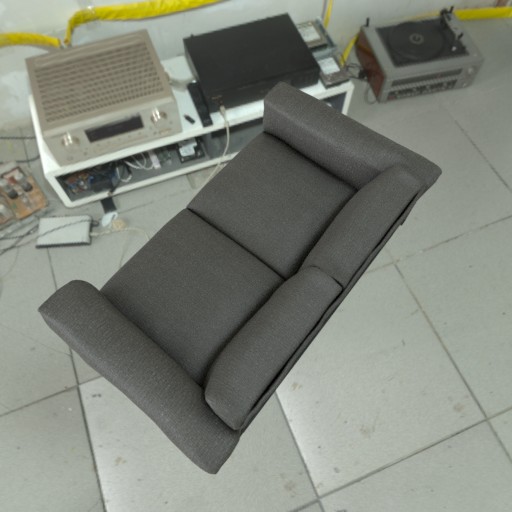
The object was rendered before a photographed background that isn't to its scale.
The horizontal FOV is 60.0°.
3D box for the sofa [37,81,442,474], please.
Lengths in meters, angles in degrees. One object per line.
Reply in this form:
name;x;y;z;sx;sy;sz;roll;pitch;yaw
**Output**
sofa;0.000;0.000;2.130;0.960;0.656;1.690;36;69;16
